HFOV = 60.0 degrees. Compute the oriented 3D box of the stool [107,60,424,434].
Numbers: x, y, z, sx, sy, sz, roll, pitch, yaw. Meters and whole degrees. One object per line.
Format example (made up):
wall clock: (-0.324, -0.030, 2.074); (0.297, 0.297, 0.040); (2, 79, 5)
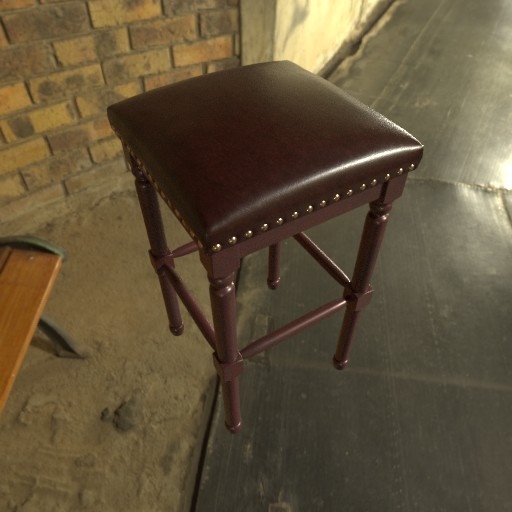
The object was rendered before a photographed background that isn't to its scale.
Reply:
stool: (0.000, 0.000, 0.935); (0.383, 0.702, 0.382); (-24, 50, -21)
